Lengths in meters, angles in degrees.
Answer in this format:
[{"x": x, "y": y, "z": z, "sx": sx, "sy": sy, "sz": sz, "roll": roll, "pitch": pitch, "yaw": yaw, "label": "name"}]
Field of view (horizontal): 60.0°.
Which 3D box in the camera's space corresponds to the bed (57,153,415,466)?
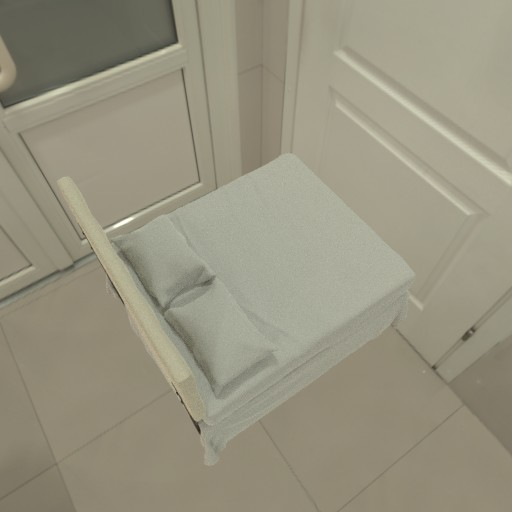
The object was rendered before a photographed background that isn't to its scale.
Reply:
[{"x": 0.000, "y": 0.000, "z": 3.487, "sx": 2.222, "sy": 1.577, "sz": 1.936, "roll": -30, "pitch": 62, "yaw": -18, "label": "bed"}]
